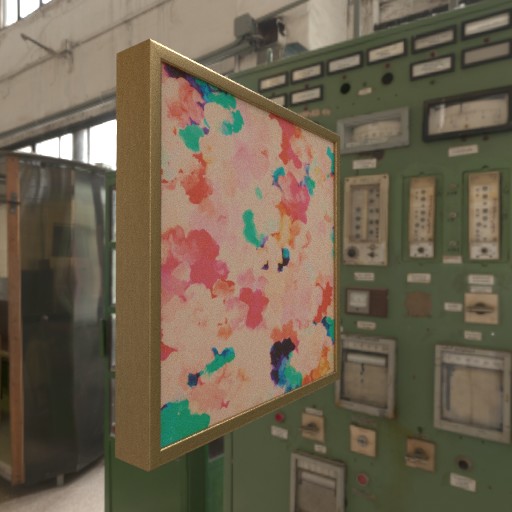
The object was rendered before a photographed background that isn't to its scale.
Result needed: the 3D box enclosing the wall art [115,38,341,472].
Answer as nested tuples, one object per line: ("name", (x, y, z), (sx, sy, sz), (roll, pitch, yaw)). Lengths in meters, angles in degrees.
("wall art", (0.000, 0.000, 0.445), (0.038, 0.305, 0.304), (0, -1, 37))
